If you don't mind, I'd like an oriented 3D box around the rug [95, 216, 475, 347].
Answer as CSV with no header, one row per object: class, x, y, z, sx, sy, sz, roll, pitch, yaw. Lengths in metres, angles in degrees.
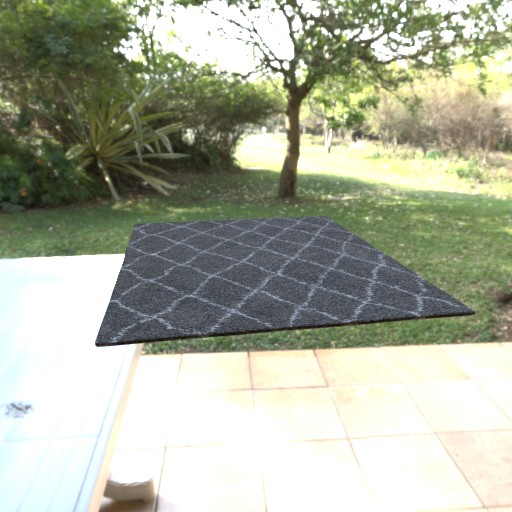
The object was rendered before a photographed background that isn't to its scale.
rug,0.000,0.000,4.165,2.438,0.029,3.047,-3,18,-10
